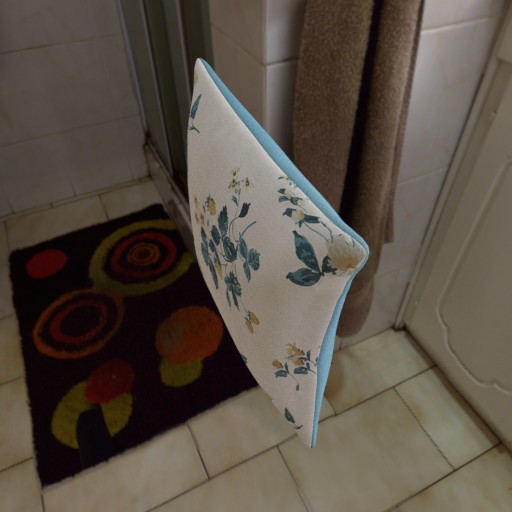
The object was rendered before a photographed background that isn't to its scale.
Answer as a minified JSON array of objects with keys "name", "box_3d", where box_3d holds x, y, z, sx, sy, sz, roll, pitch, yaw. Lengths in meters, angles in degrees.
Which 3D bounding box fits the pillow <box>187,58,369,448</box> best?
[{"name":"pillow","box_3d":[0.000,0.000,0.789,0.166,0.507,0.526,-18,49,-16]}]
